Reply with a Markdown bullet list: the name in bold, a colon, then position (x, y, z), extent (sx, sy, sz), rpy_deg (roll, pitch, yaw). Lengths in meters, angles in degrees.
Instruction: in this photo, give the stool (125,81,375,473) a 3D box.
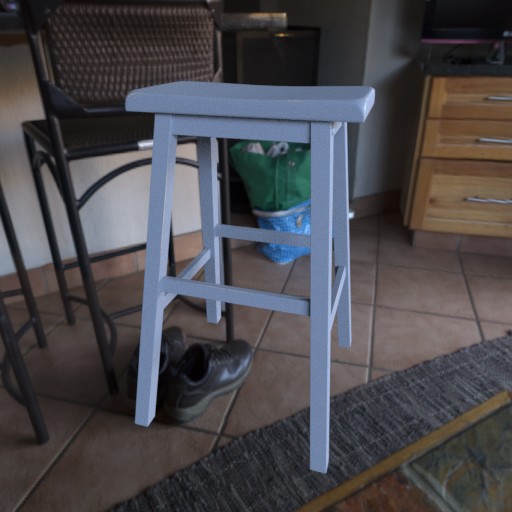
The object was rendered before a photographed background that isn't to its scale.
- **stool**: position (0.000, 0.000, 1.038), extent (0.457, 0.737, 0.476), rpy_deg (8, 27, 15)
